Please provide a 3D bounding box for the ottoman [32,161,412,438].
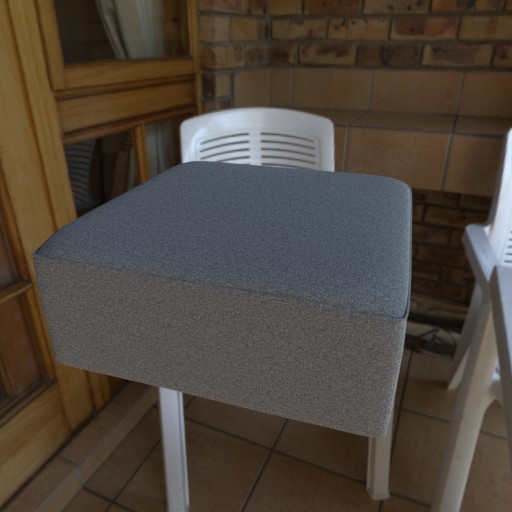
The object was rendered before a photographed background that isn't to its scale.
[{"bbox_3d":[0.000,0.000,1.571,1.005,0.464,1.015,8,27,16],"label":"ottoman"}]
